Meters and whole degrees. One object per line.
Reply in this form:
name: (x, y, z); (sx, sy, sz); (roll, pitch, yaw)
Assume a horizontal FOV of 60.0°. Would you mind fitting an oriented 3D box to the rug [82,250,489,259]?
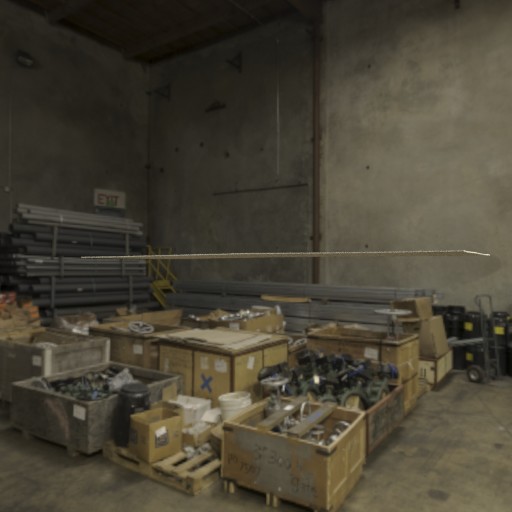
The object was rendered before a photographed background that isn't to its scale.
rug: (0.000, 0.000, 2.610); (2.390, 0.014, 0.741); (-1, -1, 35)
